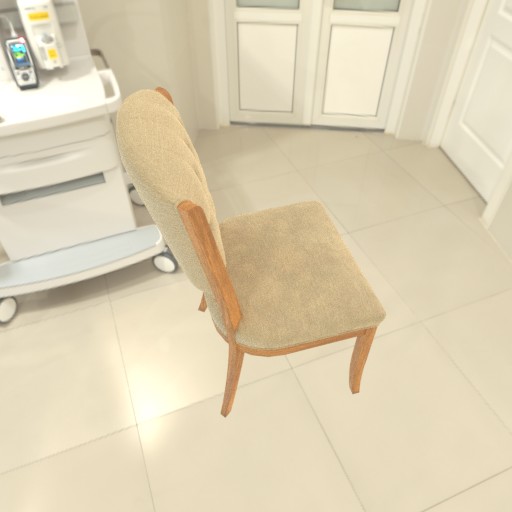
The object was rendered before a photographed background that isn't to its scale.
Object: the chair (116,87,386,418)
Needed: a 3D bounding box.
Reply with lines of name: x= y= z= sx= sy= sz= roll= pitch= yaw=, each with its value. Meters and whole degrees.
chair: x=0.000 y=0.000 z=1.247 sx=0.584 sy=0.905 sz=0.513 roll=-11 pitch=46 yaw=-10
